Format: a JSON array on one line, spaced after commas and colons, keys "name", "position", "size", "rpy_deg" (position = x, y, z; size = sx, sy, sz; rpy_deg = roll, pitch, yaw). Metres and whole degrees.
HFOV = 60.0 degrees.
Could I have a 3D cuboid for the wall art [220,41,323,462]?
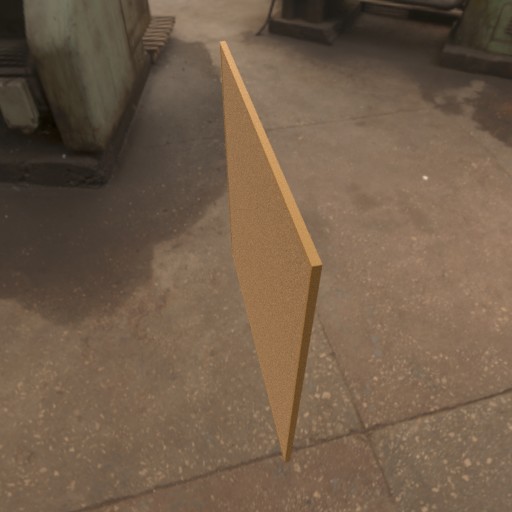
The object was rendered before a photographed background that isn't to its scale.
[{"name": "wall art", "position": [0.000, 0.000, 0.966], "size": [0.014, 0.655, 0.657], "rpy_deg": [-9, 48, -8]}]
